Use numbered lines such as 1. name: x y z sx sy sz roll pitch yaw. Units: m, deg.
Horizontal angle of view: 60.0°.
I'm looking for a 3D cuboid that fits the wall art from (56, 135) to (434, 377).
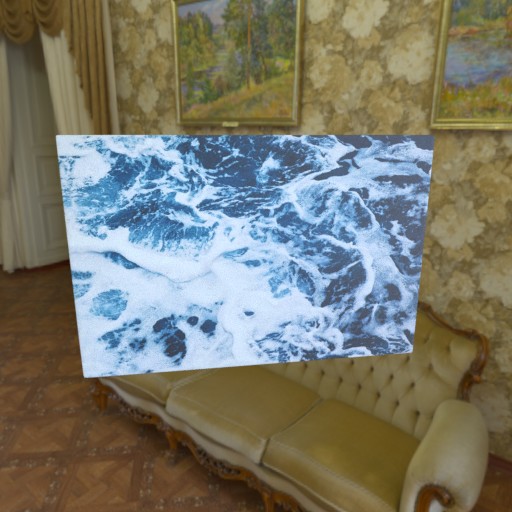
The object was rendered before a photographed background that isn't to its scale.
1. wall art: 0.000 0.000 1.159 0.915 0.610 0.042 -2 16 -9
